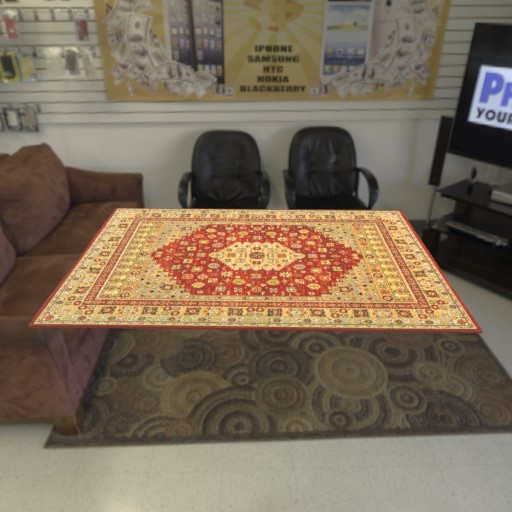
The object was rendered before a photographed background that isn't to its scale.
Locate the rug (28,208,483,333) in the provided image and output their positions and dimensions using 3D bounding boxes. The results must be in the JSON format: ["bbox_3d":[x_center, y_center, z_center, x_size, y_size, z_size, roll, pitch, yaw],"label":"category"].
[{"bbox_3d":[0.000,0.000,2.272,1.802,0.013,1.194,1,29,1],"label":"rug"}]
